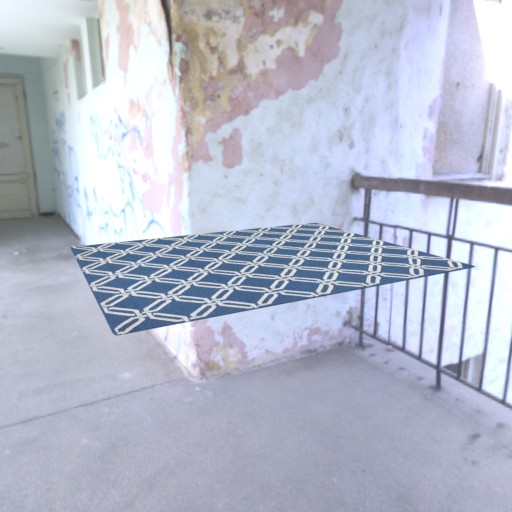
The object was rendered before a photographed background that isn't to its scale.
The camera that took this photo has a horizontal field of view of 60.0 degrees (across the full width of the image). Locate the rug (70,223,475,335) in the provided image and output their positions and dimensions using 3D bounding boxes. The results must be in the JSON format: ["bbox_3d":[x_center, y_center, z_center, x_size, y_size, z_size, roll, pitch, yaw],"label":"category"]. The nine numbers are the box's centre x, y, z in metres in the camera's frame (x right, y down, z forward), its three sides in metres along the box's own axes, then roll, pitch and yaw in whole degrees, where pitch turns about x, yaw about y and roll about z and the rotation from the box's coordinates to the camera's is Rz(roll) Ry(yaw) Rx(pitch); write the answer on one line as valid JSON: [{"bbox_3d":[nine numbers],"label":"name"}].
[{"bbox_3d":[0.000,0.000,3.939,2.867,0.020,2.277,-7,16,-27],"label":"rug"}]
